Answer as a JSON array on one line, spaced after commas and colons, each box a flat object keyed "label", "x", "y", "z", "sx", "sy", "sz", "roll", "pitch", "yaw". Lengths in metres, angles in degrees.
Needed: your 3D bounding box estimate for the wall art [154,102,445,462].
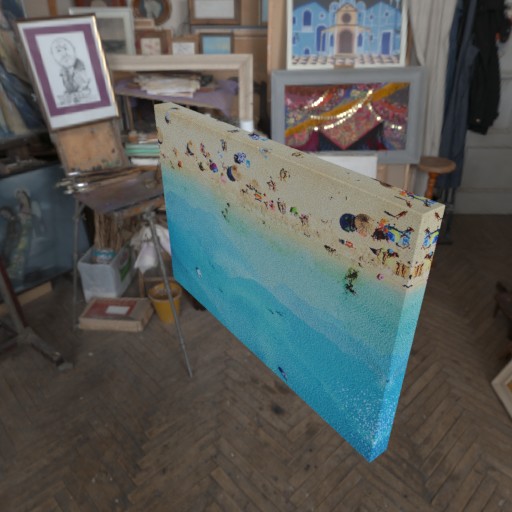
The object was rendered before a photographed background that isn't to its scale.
[{"label": "wall art", "x": 0.000, "y": 0.000, "z": 0.766, "sx": 0.039, "sy": 0.406, "sz": 0.609, "roll": -21, "pitch": 37, "yaw": -31}]
